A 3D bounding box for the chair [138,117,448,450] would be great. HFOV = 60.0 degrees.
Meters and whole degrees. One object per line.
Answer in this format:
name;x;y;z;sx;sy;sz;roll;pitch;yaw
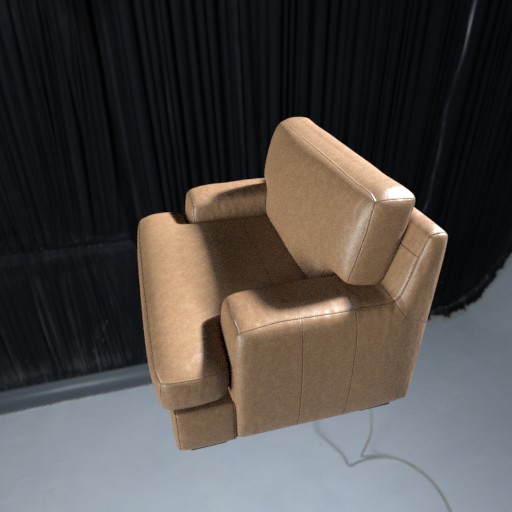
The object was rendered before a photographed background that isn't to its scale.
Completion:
chair;0.000;0.000;2.007;1.050;0.978;1.276;-8;33;-13
